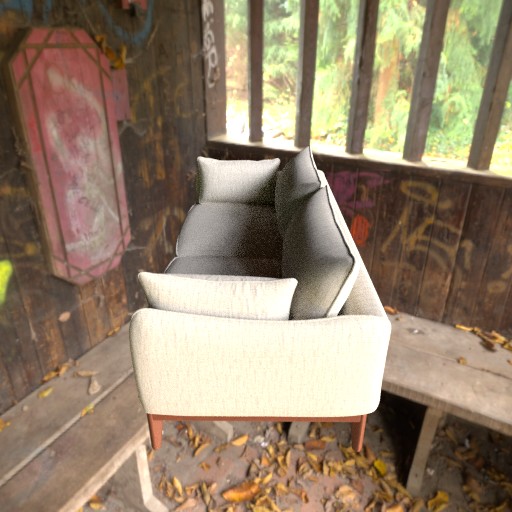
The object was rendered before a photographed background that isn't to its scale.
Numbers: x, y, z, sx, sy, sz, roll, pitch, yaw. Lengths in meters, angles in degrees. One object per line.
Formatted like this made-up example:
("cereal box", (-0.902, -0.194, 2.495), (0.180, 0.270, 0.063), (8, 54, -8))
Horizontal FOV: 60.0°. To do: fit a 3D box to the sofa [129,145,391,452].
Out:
("sofa", (0.000, 0.000, 2.505), (0.991, 0.860, 1.989), (0, 27, 1))
